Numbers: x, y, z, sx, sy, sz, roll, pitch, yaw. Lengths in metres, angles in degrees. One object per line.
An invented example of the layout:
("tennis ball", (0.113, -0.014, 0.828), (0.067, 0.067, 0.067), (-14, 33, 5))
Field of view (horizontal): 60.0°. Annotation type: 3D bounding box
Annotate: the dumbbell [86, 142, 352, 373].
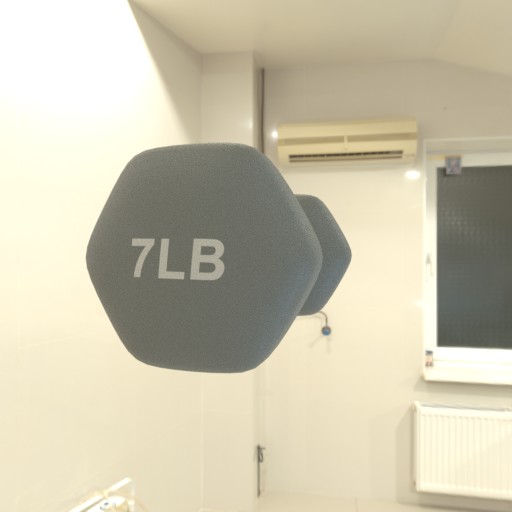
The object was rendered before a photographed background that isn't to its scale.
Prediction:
("dumbbell", (0.000, 0.000, 0.232), (0.090, 0.081, 0.184), (0, 1, 17))
